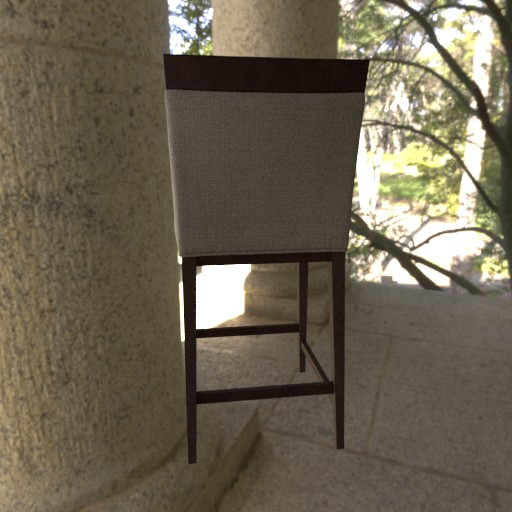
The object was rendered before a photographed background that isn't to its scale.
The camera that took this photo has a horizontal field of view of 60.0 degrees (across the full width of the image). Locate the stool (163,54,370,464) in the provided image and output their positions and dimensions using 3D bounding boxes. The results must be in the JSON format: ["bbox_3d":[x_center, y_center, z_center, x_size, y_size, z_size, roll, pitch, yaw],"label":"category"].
[{"bbox_3d":[0.000,0.000,1.428,0.511,1.117,0.531,-2,14,-8],"label":"stool"}]
